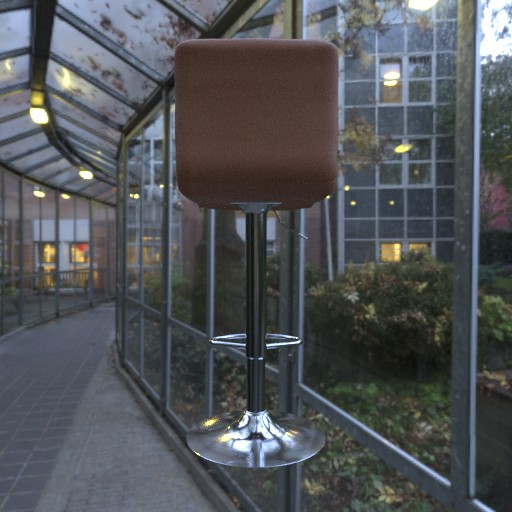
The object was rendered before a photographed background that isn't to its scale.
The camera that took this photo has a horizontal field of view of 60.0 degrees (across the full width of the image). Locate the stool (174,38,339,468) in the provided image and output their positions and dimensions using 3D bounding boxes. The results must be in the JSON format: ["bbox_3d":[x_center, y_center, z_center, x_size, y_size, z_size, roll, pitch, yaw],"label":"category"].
[{"bbox_3d":[0.000,0.000,1.366,0.430,1.115,0.505,0,0,0],"label":"stool"}]
